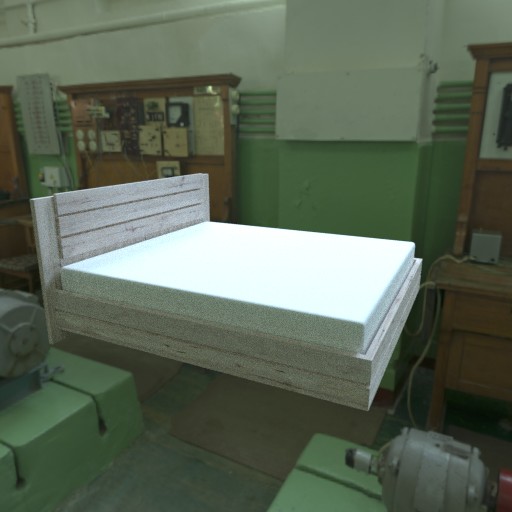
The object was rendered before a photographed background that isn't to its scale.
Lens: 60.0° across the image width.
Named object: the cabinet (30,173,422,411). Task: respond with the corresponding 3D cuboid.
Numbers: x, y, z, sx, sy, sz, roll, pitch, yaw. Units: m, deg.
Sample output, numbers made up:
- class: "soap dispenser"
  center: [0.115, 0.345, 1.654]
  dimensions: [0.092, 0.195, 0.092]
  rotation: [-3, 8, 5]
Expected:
- class: "cabinet"
  center: [0.000, 0.000, 3.194]
  dimensions: [2.080, 0.970, 1.950]
  rotation: [8, 17, 25]
